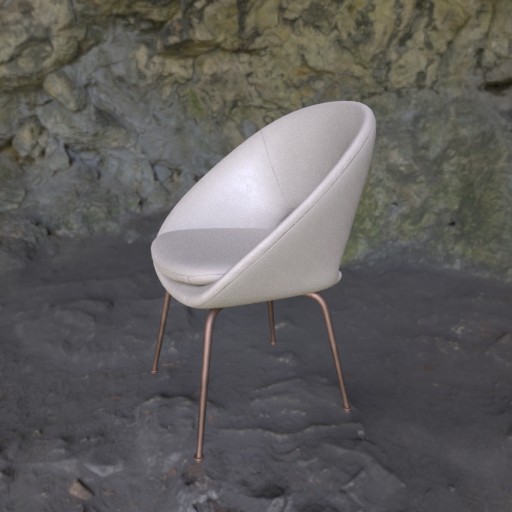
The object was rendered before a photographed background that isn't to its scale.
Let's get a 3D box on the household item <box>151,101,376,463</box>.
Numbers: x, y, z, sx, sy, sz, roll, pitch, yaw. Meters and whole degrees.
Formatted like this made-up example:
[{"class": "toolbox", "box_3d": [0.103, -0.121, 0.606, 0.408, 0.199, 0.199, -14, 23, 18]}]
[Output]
[{"class": "household item", "box_3d": [0.000, 0.000, 1.276, 0.573, 0.852, 0.623, -8, 18, -25]}]
